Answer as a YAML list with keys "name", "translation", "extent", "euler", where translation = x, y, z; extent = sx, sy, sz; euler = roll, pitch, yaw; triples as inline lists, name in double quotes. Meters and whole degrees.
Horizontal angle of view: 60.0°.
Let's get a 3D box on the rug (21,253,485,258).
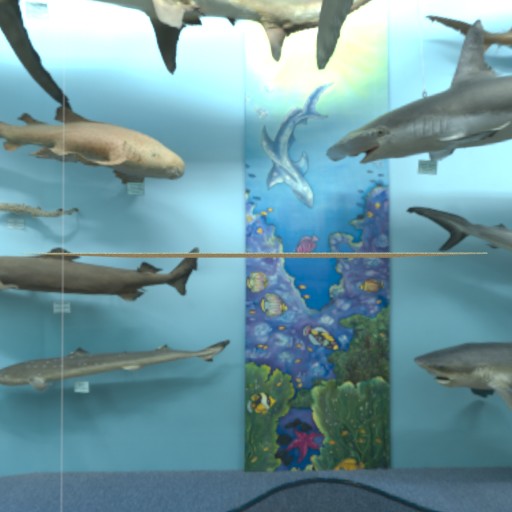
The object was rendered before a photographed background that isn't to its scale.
- name: "rug"
  translation: [0.000, 0.000, 4.133]
  extent: [3.067, 0.005, 2.454]
  euler: [0, -1, 2]
